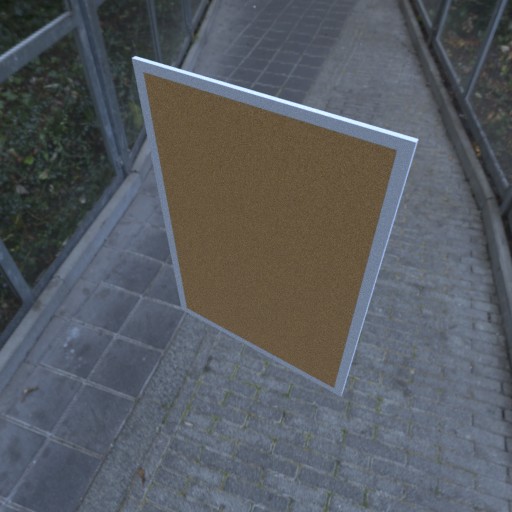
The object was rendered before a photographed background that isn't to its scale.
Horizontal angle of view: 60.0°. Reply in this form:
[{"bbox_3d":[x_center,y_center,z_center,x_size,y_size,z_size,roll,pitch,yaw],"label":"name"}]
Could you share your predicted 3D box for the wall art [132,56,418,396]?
[{"bbox_3d":[0.000,0.000,1.225,0.659,0.940,0.013,24,51,22],"label":"wall art"}]
